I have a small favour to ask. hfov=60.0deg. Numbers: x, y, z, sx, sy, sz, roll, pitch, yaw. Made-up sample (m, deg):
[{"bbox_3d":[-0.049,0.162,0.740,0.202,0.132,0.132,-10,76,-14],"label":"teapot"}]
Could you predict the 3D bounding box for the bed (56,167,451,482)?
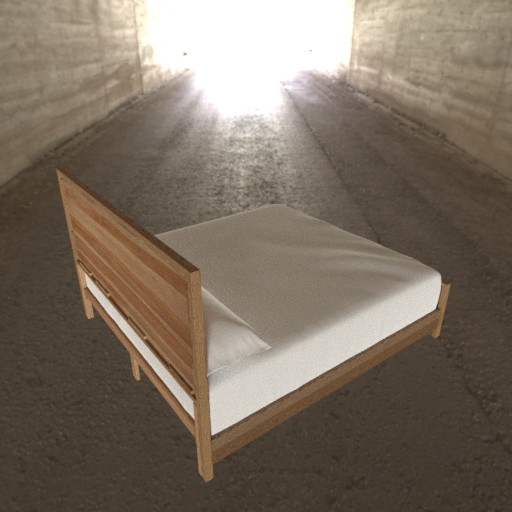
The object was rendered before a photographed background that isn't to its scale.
[{"bbox_3d":[0.000,0.000,3.423,2.184,1.295,2.013,-18,32,-32],"label":"bed"}]
